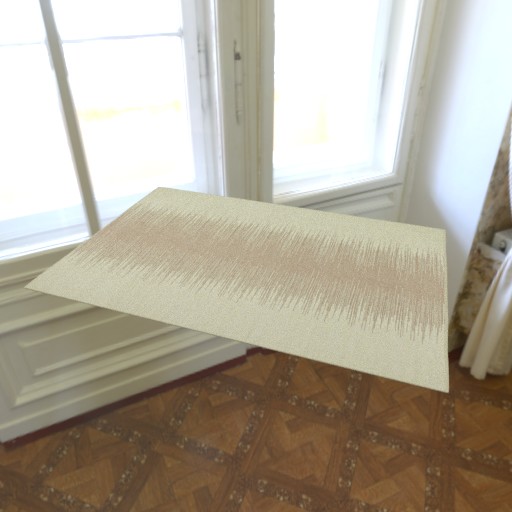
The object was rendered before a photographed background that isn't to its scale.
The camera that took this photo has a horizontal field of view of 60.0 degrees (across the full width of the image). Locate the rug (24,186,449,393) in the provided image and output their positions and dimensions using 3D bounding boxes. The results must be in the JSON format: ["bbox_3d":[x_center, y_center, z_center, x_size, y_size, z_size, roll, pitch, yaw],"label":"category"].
[{"bbox_3d":[0.000,0.000,2.279,1.850,0.006,1.234,11,34,16],"label":"rug"}]
